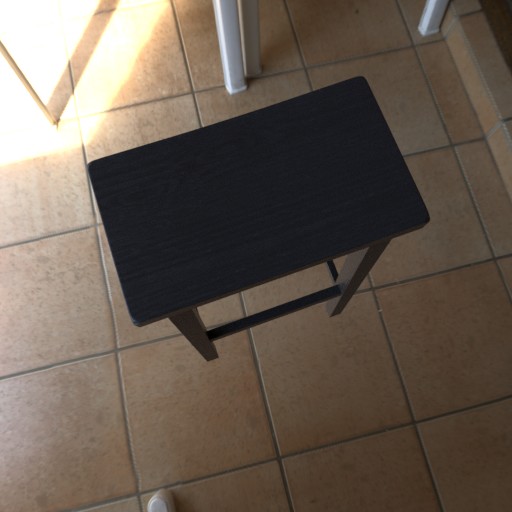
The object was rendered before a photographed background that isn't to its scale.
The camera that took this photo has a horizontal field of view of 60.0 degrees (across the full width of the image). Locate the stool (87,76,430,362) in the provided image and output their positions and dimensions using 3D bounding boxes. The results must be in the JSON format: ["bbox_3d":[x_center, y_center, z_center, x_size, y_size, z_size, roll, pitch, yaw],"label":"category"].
[{"bbox_3d":[0.000,0.000,0.944,0.406,0.742,0.322,-19,77,-4],"label":"stool"}]
